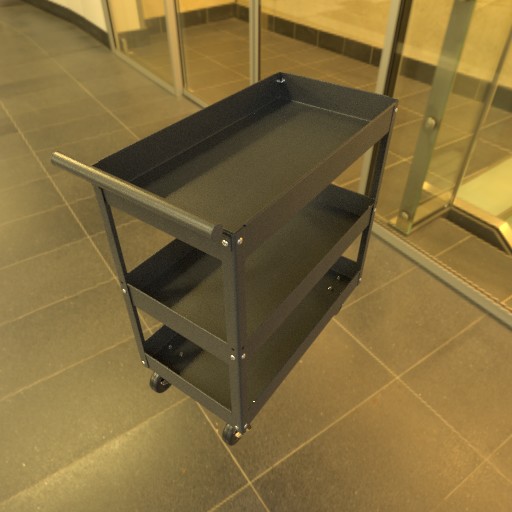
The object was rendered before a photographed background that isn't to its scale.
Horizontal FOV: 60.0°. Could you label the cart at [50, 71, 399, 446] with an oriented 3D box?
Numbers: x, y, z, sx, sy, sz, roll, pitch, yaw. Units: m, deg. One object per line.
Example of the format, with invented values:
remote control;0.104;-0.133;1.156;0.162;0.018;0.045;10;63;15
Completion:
cart;0.000;0.000;1.159;0.366;0.780;0.719;25;47;26
